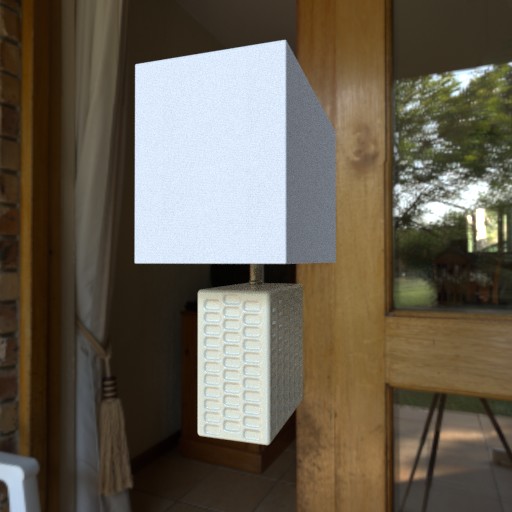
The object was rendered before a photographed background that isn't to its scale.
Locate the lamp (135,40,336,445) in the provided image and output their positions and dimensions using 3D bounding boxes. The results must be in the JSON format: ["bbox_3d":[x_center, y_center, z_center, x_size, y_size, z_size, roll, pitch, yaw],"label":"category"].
[{"bbox_3d":[0.000,0.000,0.713,0.200,0.515,0.380,0,-1,19],"label":"lamp"}]
